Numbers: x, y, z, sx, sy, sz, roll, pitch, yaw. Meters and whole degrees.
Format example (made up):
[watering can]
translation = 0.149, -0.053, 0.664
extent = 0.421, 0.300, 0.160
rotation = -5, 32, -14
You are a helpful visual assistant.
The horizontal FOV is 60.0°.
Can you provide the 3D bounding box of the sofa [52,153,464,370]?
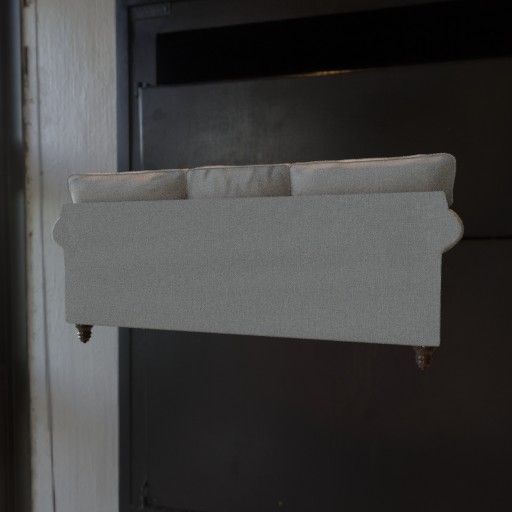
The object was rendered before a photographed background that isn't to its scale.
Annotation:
[sofa]
translation = 0.000, 0.000, 2.552
extent = 2.084, 0.961, 0.916
rotation = 0, 2, 17
